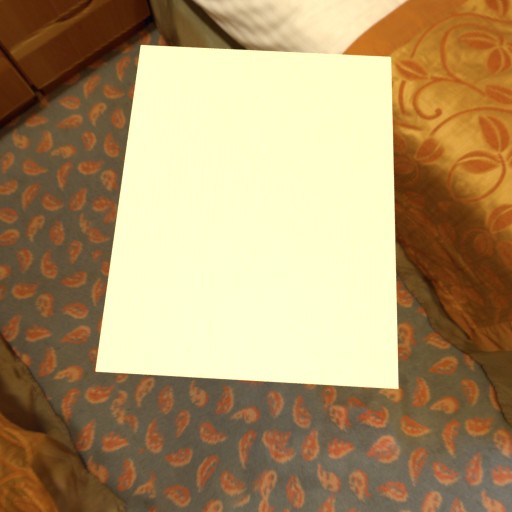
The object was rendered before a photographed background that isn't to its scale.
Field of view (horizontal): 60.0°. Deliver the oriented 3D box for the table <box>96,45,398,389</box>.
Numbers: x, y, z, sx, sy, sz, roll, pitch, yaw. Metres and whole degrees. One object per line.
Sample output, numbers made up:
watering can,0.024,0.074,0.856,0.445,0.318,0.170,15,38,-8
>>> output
table,0.000,0.000,0.919,0.381,0.635,0.480,3,76,1
